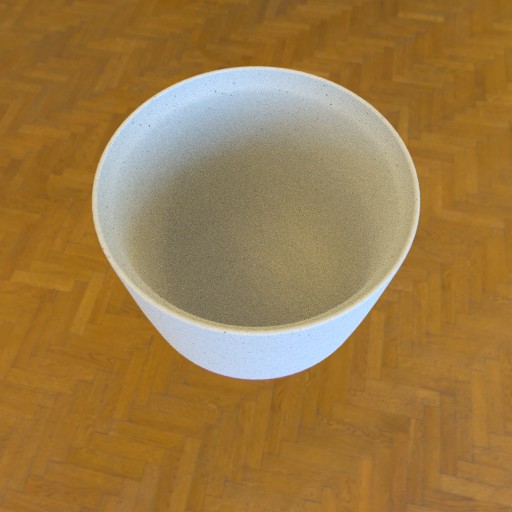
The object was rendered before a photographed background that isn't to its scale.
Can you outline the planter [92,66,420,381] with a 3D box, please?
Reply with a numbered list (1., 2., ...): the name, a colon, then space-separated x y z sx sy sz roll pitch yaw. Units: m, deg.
1. planter: 0.000 0.000 0.373 0.204 0.214 0.204 0 63 0
